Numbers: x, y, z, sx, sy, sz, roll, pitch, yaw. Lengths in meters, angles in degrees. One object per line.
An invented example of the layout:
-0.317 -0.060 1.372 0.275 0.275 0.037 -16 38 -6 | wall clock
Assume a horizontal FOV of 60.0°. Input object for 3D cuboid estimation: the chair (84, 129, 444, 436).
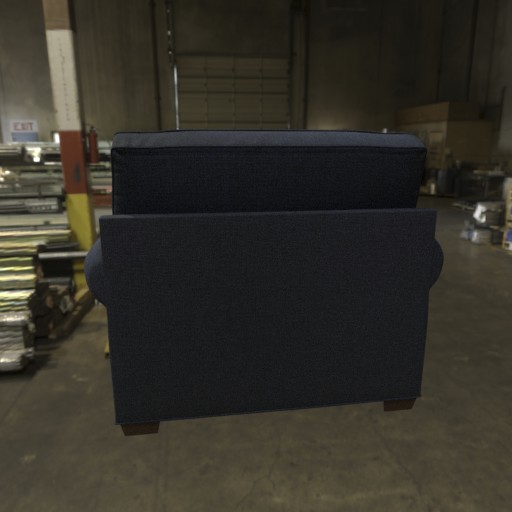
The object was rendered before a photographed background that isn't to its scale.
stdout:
0.000 0.000 1.943 1.285 1.044 0.963 -2 14 -9 | chair
